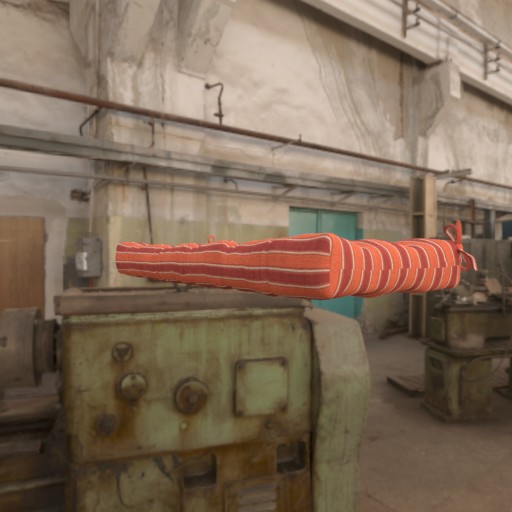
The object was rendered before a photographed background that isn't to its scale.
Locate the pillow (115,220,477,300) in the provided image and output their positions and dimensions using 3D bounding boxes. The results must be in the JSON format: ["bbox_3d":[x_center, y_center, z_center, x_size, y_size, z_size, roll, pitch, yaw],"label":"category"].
[{"bbox_3d":[0.000,0.000,1.353,0.511,0.174,1.194,0,1,-36],"label":"pillow"}]
